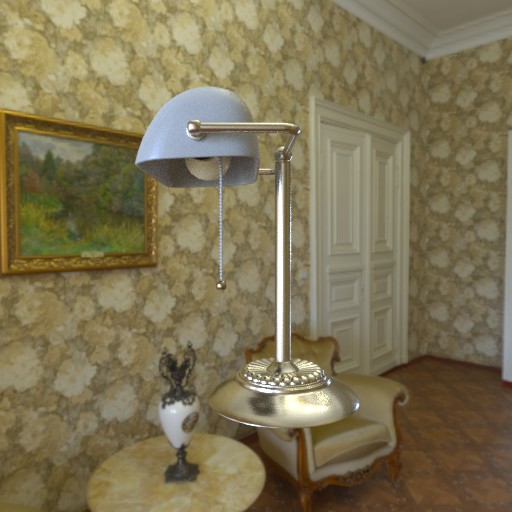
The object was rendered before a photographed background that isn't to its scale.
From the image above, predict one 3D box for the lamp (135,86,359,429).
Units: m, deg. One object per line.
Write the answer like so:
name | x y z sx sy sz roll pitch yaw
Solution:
lamp | 0.000 0.000 0.524 0.243 0.339 0.264 0 2 -1
